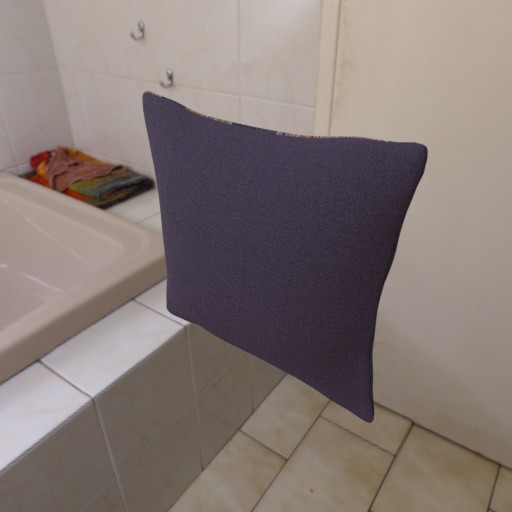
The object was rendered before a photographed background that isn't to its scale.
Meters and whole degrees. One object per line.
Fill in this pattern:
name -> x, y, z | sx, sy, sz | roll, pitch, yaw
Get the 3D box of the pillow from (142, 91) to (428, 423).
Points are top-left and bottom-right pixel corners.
pillow -> 0.000, 0.000, 0.658 | 0.437, 0.419, 0.136 | 22, 38, 31
